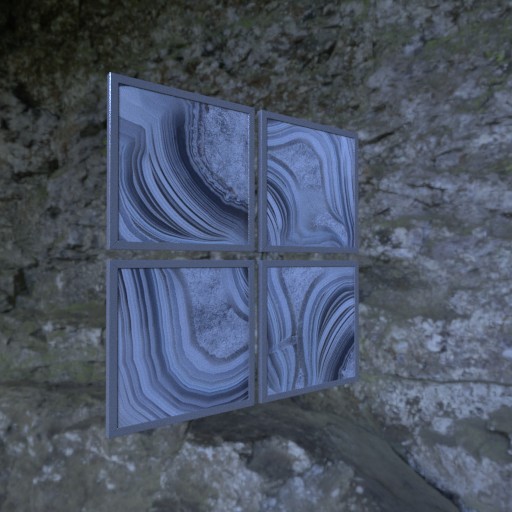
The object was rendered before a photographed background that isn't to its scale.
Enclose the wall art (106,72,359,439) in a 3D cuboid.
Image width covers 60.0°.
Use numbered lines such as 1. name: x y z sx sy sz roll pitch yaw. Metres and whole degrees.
1. wall art: 0.000 0.000 1.688 1.118 1.118 0.029 1 -1 -35
